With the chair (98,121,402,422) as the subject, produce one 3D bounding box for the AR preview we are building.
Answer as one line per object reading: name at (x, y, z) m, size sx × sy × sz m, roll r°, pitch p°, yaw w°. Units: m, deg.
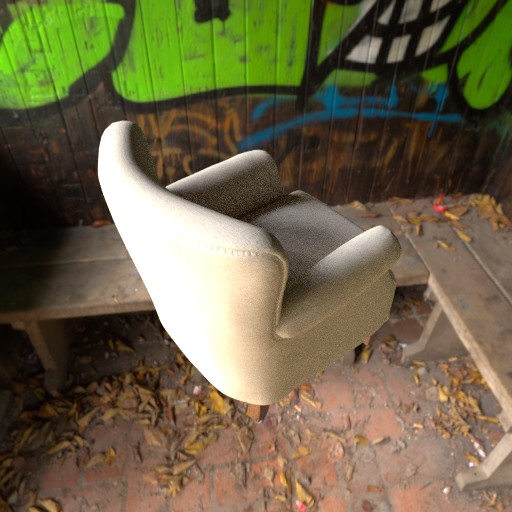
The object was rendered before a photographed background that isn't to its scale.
chair at (0.000, 0.000, 1.643) m, size 0.921 × 0.936 × 0.861 m, roll -25°, pitch 47°, yaw -27°
